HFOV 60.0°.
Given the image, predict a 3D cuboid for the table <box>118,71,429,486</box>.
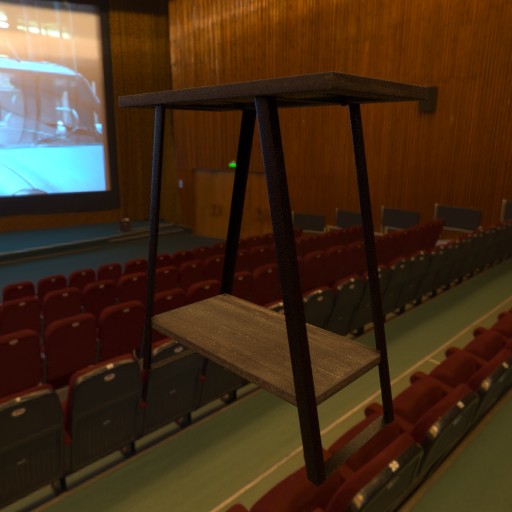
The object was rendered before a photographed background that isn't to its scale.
[{"bbox_3d":[0.000,0.000,1.008,0.300,0.701,0.599,-15,21,-43],"label":"table"}]
